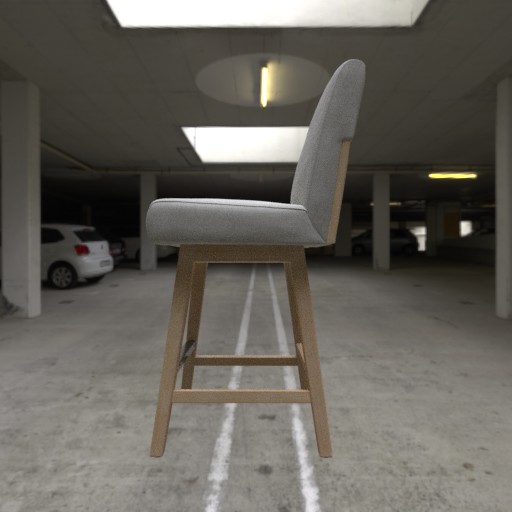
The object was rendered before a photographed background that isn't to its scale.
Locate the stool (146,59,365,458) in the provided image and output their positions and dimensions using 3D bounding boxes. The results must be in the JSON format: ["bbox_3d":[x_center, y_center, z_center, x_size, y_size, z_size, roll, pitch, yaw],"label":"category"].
[{"bbox_3d":[0.000,0.000,1.425,0.606,1.085,0.507,0,0,0],"label":"stool"}]
